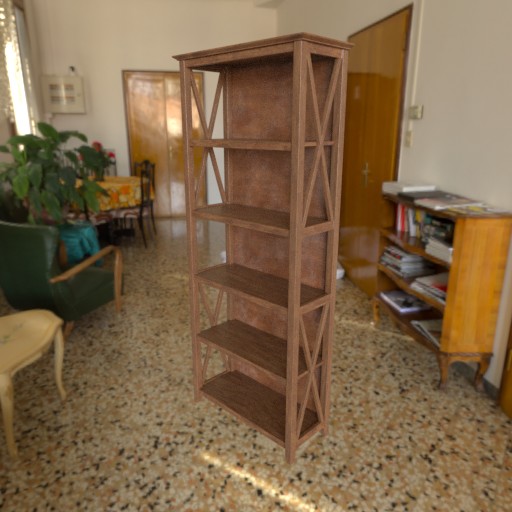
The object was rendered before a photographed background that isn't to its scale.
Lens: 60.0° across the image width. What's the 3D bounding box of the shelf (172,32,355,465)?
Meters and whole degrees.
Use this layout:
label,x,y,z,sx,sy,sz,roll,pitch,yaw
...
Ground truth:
label,x,y,z,sx,sy,sz,roll,pitch,yaw
shelf,0.000,0.000,2.238,0.805,1.905,0.335,15,22,42
